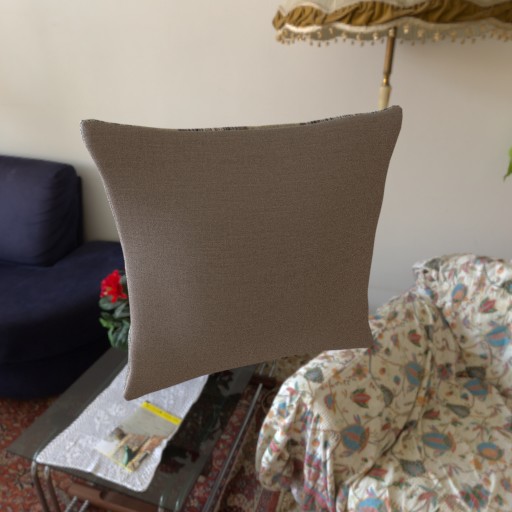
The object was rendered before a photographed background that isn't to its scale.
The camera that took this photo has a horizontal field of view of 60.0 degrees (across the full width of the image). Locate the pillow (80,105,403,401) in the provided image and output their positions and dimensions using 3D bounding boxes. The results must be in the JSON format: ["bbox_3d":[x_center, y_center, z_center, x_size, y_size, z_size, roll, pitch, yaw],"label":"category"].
[{"bbox_3d":[0.000,0.000,0.660,0.435,0.416,0.189,-8,27,-16],"label":"pillow"}]
